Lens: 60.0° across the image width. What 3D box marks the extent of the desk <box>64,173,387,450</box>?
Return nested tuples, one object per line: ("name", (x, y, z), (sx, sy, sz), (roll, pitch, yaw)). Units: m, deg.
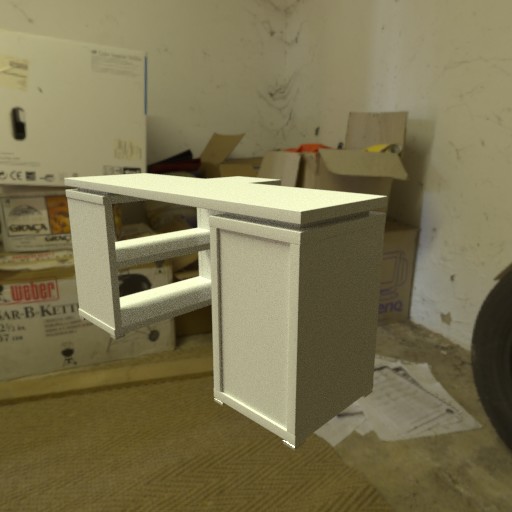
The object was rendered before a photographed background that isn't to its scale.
("desk", (0.000, 0.000, 2.217), (1.524, 0.753, 1.200), (14, 20, 43))
